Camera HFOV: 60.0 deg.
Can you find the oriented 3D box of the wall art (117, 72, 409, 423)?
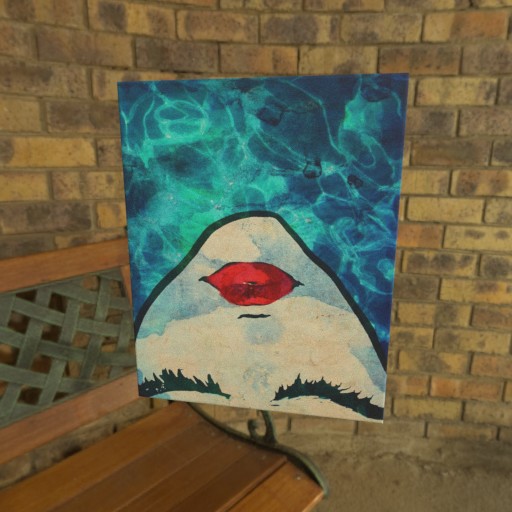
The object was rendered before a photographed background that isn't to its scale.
[{"bbox_3d":[0.000,0.000,0.848,0.508,0.635,0.038,3,14,11],"label":"wall art"}]
